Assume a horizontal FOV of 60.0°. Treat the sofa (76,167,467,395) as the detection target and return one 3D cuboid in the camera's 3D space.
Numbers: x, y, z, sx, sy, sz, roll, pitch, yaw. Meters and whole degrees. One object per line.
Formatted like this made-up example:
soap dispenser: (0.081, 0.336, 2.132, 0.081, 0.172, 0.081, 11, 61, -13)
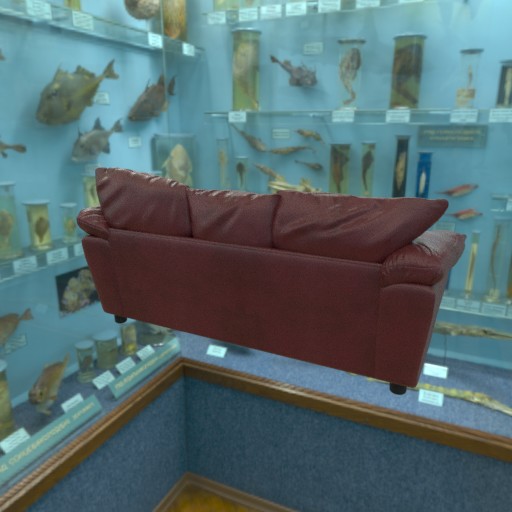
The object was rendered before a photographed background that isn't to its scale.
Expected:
sofa: (0.000, 0.000, 2.849, 2.390, 1.091, 0.907, 8, 18, 26)
